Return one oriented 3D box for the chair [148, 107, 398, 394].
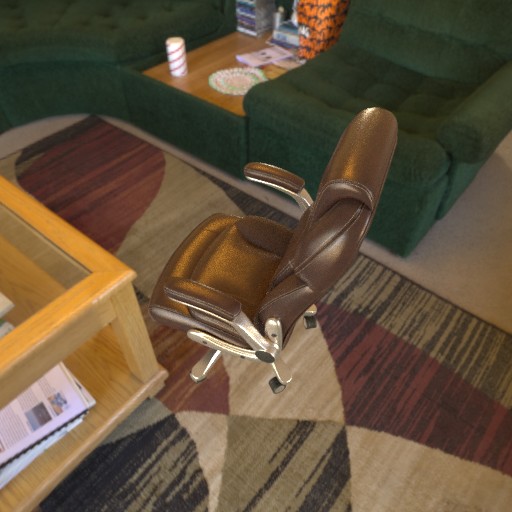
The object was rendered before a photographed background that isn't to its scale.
[{"bbox_3d":[0.000,0.000,1.663,0.774,1.160,0.733,16,49,14],"label":"chair"}]
